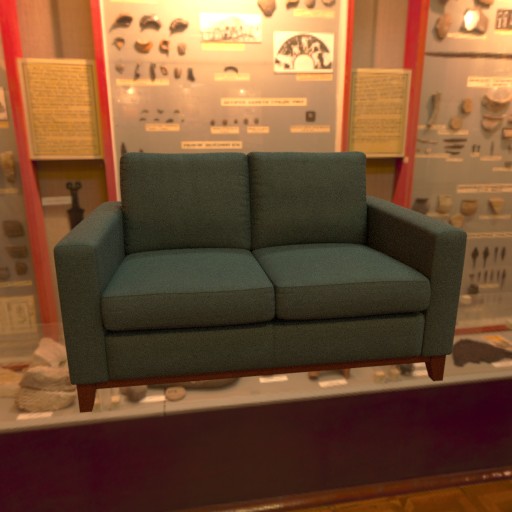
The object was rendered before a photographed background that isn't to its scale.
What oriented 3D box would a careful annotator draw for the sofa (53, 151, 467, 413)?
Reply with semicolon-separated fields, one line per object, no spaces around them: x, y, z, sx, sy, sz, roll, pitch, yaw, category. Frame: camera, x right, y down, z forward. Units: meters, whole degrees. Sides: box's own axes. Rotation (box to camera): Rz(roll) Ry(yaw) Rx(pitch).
0.000;0.000;2.023;1.489;0.903;0.955;-2;16;-8;sofa
